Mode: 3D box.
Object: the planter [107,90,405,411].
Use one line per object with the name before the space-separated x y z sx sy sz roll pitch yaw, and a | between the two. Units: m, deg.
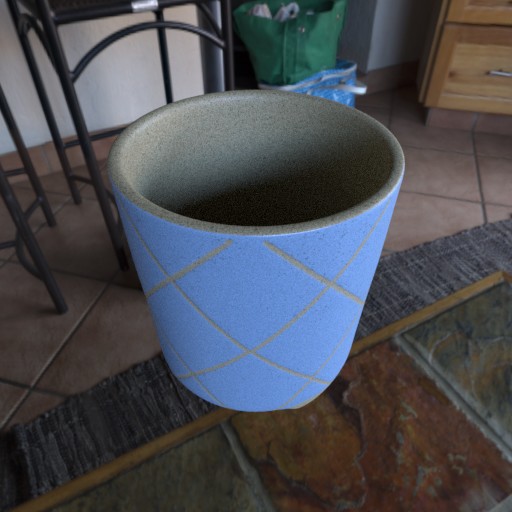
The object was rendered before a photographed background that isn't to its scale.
planter | 0.000 0.000 0.425 0.227 0.235 0.227 0 41 0
